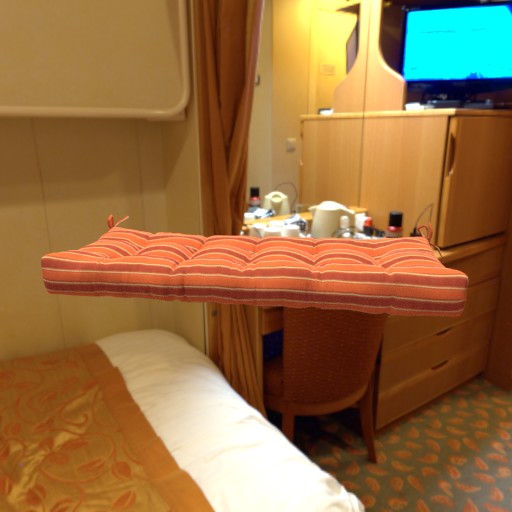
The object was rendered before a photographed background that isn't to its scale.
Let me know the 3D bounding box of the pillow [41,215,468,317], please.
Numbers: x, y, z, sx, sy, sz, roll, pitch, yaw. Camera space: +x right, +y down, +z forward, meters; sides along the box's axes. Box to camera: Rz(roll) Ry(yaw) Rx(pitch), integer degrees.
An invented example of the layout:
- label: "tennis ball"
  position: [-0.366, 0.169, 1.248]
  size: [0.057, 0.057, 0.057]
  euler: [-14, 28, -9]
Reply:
- label: "pillow"
  position: [0.000, 0.000, 1.375]
  size: [1.194, 0.174, 0.511]
  euler: [2, 16, 8]
